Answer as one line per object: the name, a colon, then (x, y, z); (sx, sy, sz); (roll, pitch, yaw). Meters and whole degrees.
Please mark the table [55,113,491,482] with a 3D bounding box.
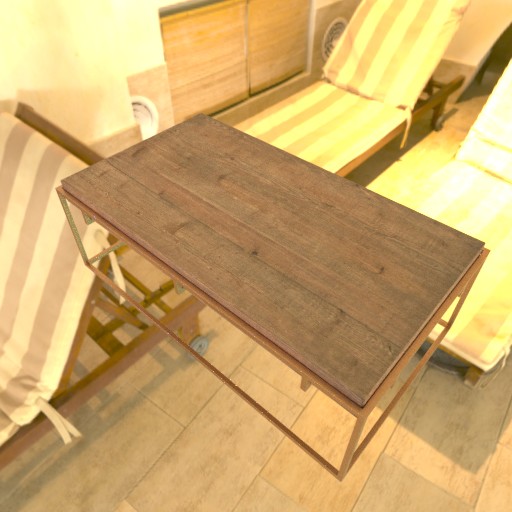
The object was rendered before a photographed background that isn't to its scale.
table: (0.000, 0.000, 1.723); (1.387, 0.468, 0.775); (32, 53, 28)
